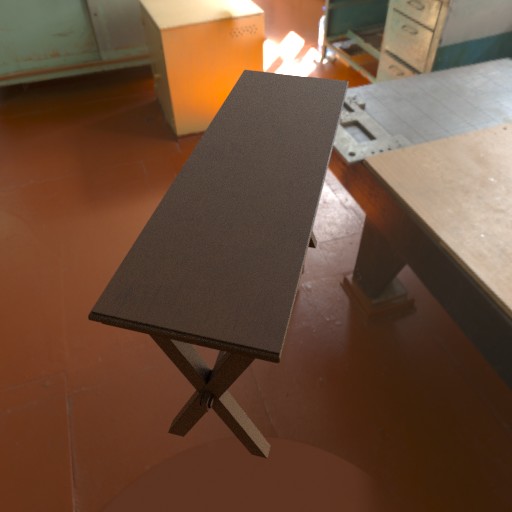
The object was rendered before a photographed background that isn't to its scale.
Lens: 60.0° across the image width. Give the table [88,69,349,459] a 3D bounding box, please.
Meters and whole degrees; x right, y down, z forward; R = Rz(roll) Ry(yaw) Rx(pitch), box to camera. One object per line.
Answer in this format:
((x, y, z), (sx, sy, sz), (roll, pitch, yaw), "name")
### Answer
((0.000, 0.000, 1.538), (0.399, 0.763, 1.197), (10, 47, 10), "table")
